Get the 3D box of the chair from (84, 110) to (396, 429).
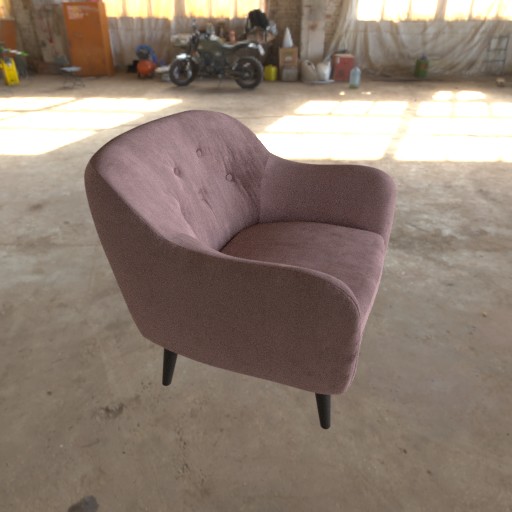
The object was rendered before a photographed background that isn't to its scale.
[{"bbox_3d":[0.000,0.000,1.490,0.820,0.820,0.840,11,32,18],"label":"chair"}]
